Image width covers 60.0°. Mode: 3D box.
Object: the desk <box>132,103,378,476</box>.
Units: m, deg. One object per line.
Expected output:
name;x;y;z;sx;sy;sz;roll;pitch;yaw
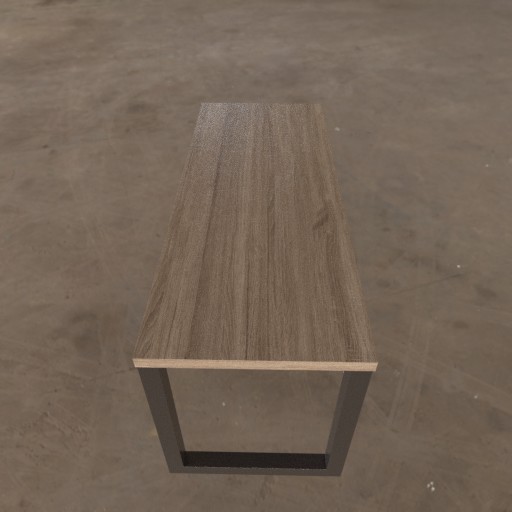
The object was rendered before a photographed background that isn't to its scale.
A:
desk;0.000;0.000;2.083;0.690;0.760;1.700;1;42;1
